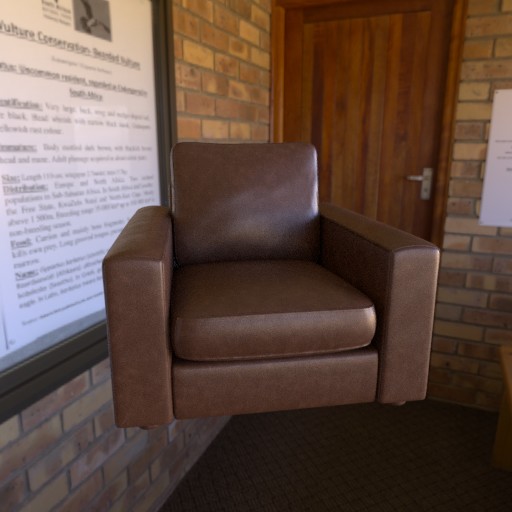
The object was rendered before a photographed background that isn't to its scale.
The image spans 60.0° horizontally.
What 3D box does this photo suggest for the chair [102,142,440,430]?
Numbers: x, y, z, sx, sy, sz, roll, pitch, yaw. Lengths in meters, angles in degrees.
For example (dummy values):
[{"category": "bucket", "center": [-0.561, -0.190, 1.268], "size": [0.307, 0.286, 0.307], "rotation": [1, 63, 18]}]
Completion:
[{"category": "chair", "center": [0.000, 0.000, 1.744], "size": [1.005, 0.873, 1.016], "rotation": [-2, 14, -9]}]
